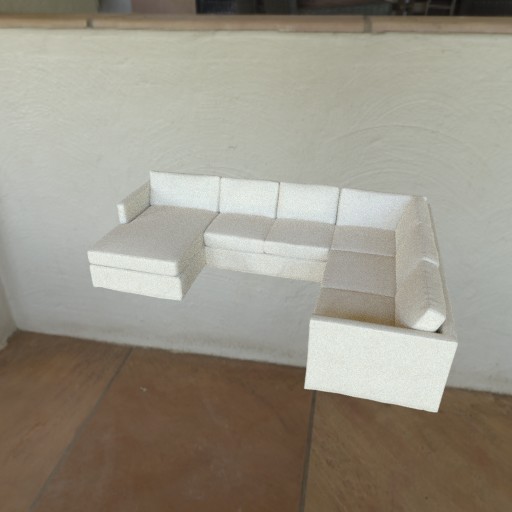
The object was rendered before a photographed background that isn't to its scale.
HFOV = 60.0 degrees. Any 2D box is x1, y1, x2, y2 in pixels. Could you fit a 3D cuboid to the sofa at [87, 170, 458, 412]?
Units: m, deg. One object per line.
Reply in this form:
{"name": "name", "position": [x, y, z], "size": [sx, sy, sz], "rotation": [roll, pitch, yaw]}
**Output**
{"name": "sofa", "position": [0.000, 0.000, 4.484], "size": [3.464, 0.882, 2.448], "rotation": [7, 31, 12]}
